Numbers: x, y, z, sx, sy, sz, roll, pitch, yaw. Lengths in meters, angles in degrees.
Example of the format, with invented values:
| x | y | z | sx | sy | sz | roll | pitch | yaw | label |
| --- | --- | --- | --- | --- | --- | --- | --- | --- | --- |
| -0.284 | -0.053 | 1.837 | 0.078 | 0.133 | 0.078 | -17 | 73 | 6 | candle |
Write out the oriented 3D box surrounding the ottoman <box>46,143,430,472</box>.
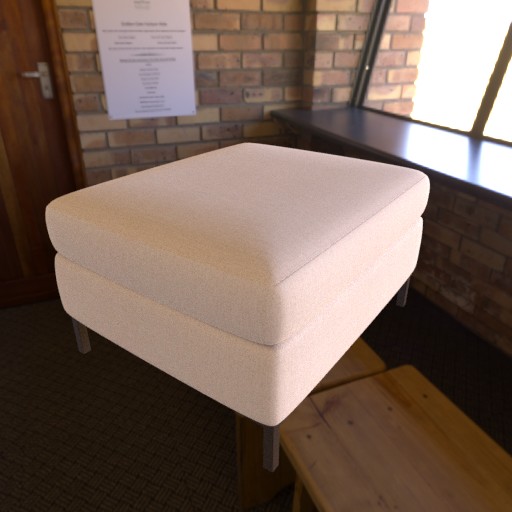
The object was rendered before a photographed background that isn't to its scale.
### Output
| x | y | z | sx | sy | sz | roll | pitch | yaw | label |
| --- | --- | --- | --- | --- | --- | --- | --- | --- | --- |
| 0.000 | 0.000 | 1.178 | 0.657 | 0.453 | 0.794 | 18 | 32 | 32 | ottoman |
